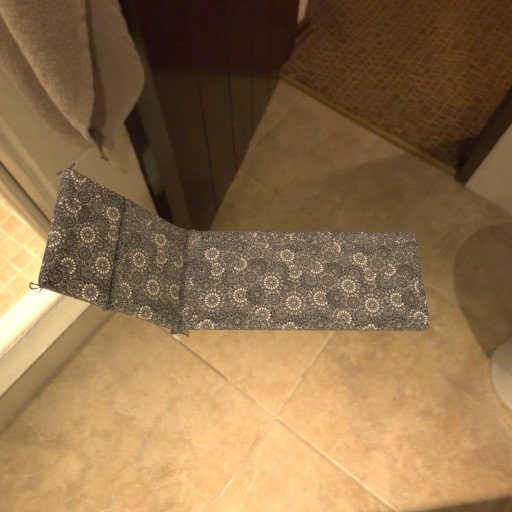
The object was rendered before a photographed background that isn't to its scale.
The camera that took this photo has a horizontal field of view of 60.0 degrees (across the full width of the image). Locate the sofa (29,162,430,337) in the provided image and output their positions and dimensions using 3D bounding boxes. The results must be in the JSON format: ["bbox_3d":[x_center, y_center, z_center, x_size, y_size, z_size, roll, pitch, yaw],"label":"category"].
[{"bbox_3d":[0.000,0.000,1.980,1.663,0.622,0.582,0,65,0],"label":"sofa"}]
